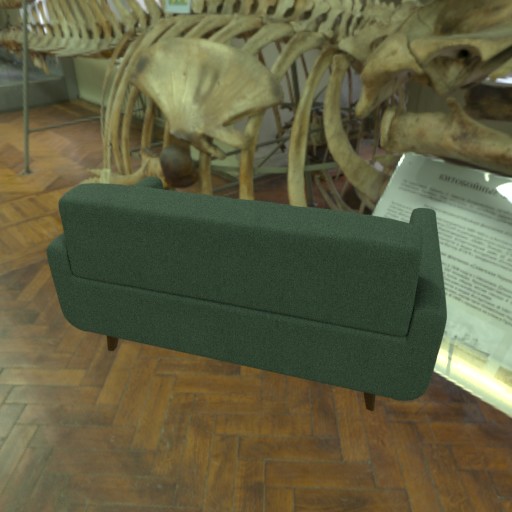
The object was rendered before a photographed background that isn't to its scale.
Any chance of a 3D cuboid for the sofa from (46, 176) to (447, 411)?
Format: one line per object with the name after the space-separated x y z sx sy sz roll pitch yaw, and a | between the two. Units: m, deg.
0.000 0.000 2.137 1.631 0.841 0.909 9 32 14 | sofa
